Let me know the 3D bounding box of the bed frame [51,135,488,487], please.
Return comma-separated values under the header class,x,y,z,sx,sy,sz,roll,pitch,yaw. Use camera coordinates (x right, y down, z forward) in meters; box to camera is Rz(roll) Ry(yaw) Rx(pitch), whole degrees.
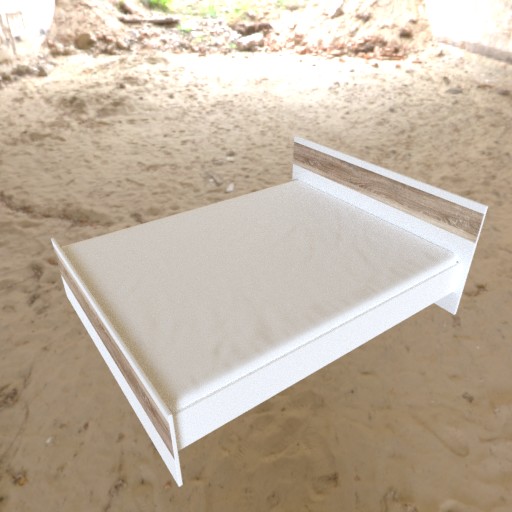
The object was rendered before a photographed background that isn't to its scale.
class,x,y,z,sx,sy,sz,roll,pitch,yaw
bed frame,0.000,0.000,2.846,2.060,0.800,1.720,-20,37,-30
